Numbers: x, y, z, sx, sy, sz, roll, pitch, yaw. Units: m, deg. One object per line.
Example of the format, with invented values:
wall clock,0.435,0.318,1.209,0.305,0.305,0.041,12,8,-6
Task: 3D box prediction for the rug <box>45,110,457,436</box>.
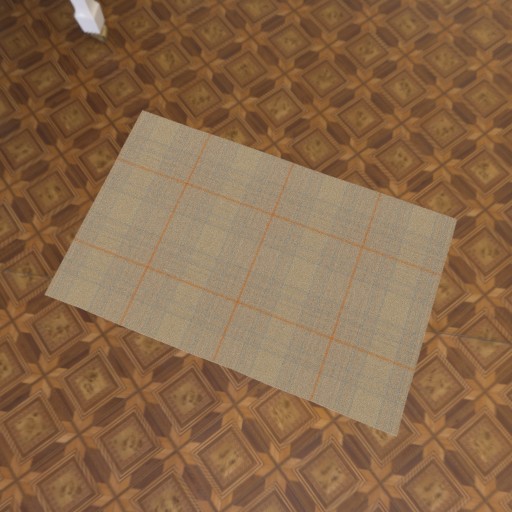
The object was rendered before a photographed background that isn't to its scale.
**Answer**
rug,0.000,0.000,3.041,2.442,0.016,1.527,20,75,6
